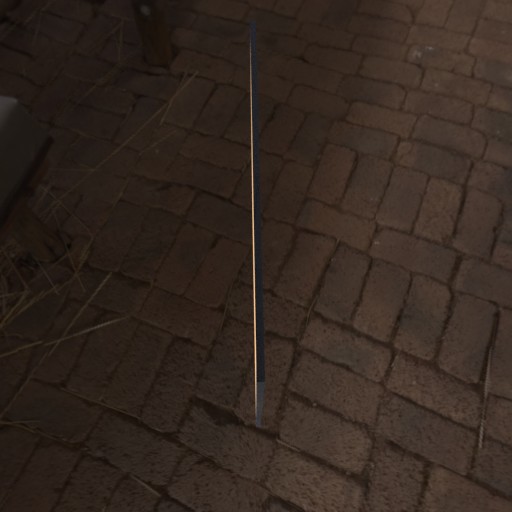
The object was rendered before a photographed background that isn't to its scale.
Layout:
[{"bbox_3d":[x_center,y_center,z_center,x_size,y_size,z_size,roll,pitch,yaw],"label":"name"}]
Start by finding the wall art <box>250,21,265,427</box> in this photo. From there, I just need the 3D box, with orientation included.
[{"bbox_3d":[0.000,0.000,1.229,0.013,0.823,0.823,-1,64,0],"label":"wall art"}]
